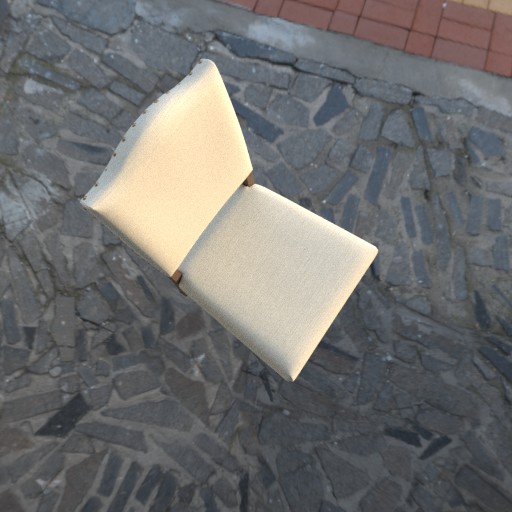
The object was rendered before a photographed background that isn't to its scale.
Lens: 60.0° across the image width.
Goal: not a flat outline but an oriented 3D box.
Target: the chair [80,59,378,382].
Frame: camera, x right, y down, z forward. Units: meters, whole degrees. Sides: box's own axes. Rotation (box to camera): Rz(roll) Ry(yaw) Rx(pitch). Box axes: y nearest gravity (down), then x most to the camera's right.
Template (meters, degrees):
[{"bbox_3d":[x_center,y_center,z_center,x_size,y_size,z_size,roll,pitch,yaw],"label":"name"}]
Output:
[{"bbox_3d":[0.000,0.000,1.379,0.619,1.015,0.508,34,78,8],"label":"chair"}]
